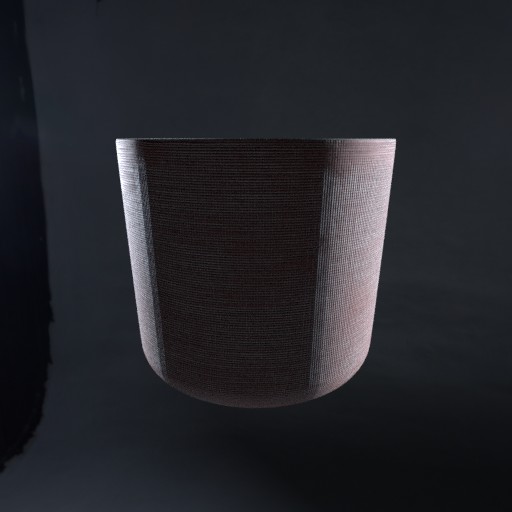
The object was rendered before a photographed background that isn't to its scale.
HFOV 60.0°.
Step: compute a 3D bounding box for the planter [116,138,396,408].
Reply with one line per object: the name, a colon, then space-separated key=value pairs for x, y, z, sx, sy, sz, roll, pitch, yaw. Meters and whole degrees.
planter: x=0.000 y=0.000 z=0.779 sx=0.440 sy=0.398 sz=0.440 roll=0 pitch=15 yaw=0
